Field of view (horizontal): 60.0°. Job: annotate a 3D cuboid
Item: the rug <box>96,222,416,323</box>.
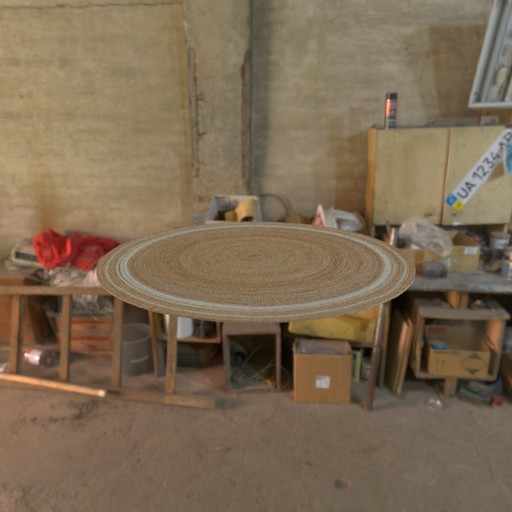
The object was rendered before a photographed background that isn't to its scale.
[{"bbox_3d":[0.000,0.000,3.586,2.444,0.015,2.444,0,17,0],"label":"rug"}]
